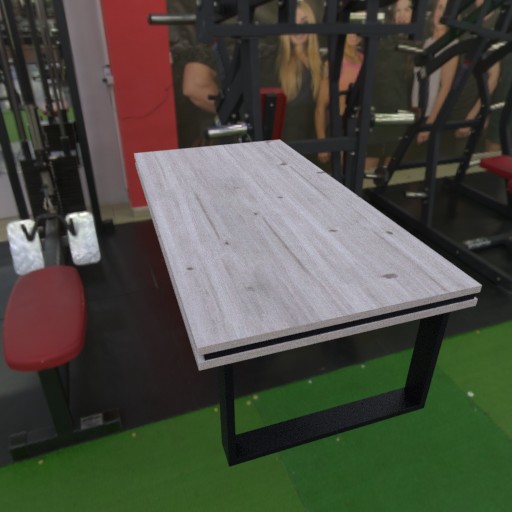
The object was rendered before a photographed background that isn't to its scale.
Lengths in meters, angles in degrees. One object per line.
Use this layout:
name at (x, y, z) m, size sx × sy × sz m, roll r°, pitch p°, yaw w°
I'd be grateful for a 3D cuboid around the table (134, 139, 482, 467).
table at (0.000, 0.000, 1.642) m, size 0.700 × 0.450 × 1.350 m, roll -10°, pitch 31°, yaw -16°
